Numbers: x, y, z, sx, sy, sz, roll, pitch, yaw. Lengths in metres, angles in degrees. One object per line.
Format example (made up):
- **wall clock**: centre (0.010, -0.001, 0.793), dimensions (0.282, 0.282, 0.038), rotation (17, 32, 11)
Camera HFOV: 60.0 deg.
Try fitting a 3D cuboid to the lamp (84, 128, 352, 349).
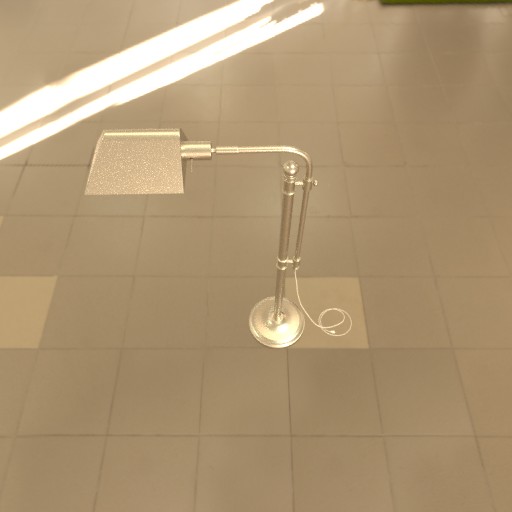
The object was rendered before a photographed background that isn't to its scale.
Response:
- **lamp**: centre (0.000, 0.000, 0.970), dimensions (0.546, 0.708, 0.159), rotation (0, 57, 0)
